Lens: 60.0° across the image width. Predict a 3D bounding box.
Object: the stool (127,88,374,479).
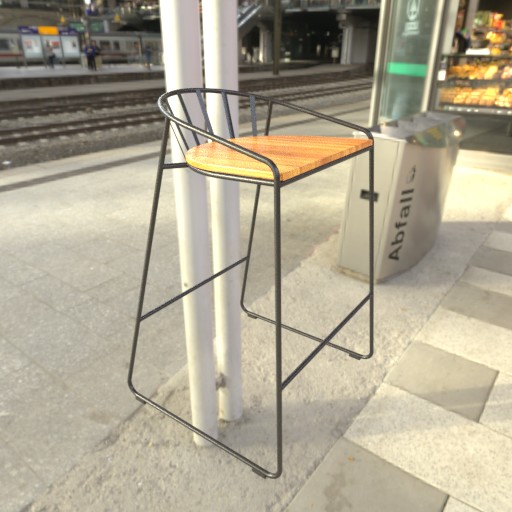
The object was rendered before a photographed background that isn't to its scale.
[{"bbox_3d":[0.000,0.000,1.170,0.521,0.812,0.546,17,30,32],"label":"stool"}]
